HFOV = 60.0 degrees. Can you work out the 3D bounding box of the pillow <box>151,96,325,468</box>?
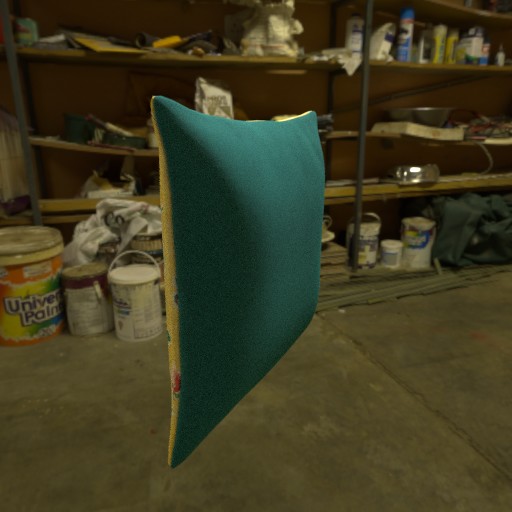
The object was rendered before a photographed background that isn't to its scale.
[{"bbox_3d":[0.000,0.000,0.789,0.166,0.508,0.525,8,18,26],"label":"pillow"}]
